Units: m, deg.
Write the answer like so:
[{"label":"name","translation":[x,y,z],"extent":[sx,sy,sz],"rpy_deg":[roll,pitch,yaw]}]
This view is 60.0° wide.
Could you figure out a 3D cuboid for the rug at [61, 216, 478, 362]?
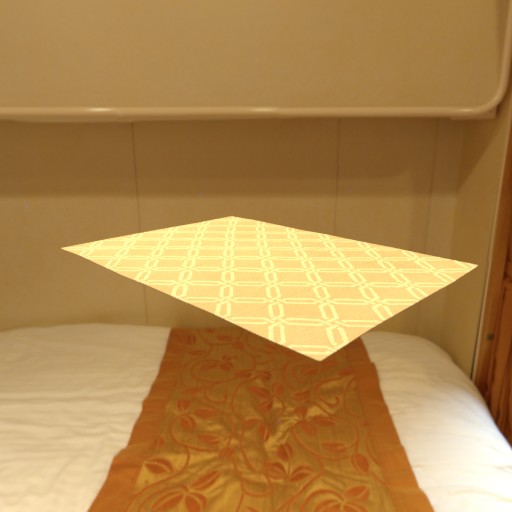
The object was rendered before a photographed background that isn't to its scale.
[{"label":"rug","translation":[0.000,0.000,4.349],"extent":[3.365,0.020,2.452],"rpy_deg":[15,22,42]}]
